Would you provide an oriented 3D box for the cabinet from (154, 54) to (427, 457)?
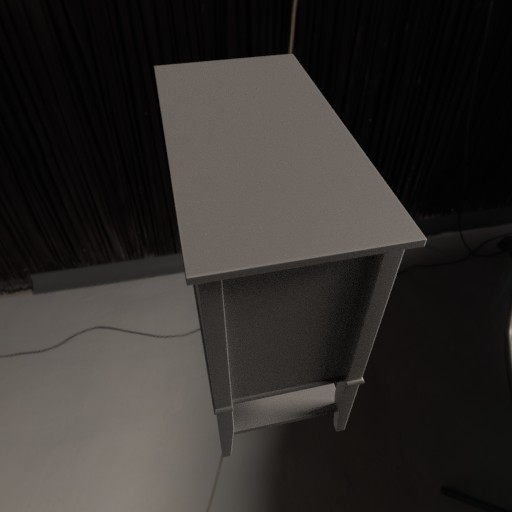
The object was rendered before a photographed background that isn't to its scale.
[{"bbox_3d":[0.000,0.000,1.248,0.396,0.780,0.801,-9,46,-9],"label":"cabinet"}]
